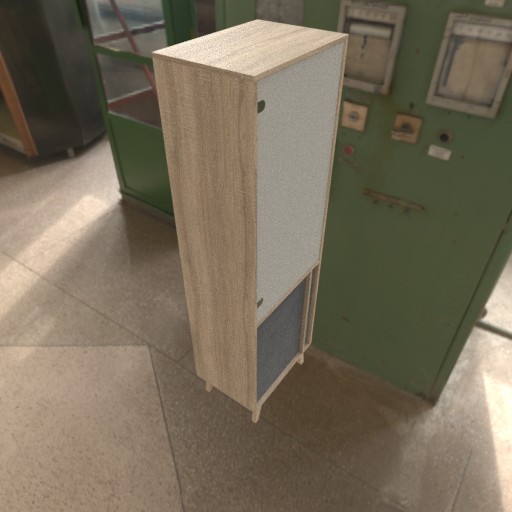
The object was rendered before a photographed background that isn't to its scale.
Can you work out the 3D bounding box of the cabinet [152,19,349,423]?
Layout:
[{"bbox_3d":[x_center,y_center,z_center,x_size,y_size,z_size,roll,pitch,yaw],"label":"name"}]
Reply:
[{"bbox_3d":[0.000,0.000,2.072,0.400,1.850,0.570,25,45,27],"label":"cabinet"}]
